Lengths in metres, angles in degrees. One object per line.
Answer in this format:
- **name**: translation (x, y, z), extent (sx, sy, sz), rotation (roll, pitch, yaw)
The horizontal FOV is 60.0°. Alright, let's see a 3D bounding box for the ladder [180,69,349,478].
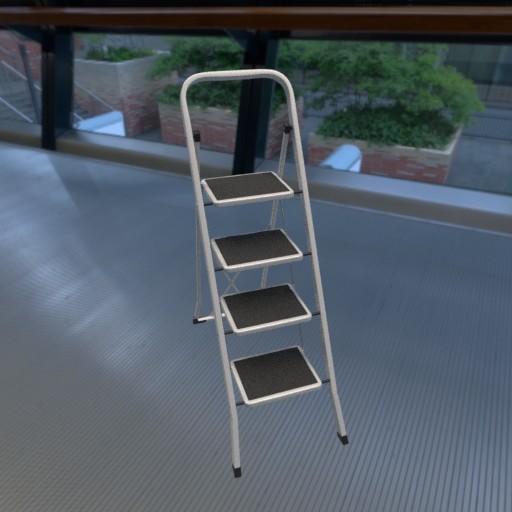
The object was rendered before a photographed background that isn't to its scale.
- **ladder**: translation (0.000, 0.000, 1.705), extent (0.460, 1.265, 0.914), rotation (-10, 32, -16)
